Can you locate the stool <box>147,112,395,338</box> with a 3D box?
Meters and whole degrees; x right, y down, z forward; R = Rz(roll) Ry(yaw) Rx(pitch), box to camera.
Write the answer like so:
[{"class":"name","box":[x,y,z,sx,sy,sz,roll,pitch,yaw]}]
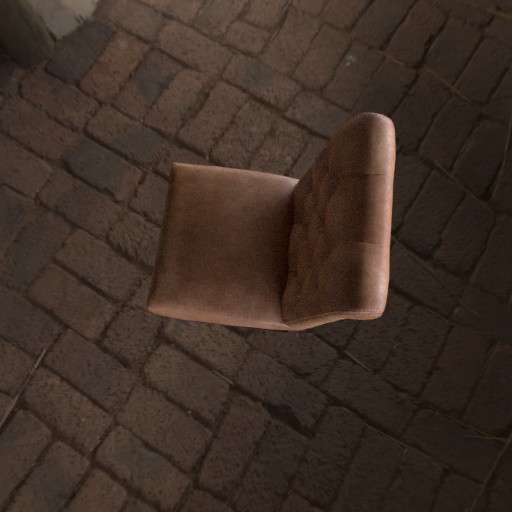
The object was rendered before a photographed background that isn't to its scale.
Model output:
[{"class":"stool","box":[0.000,0.000,1.494,0.601,1.140,0.493,7,77,2]}]
